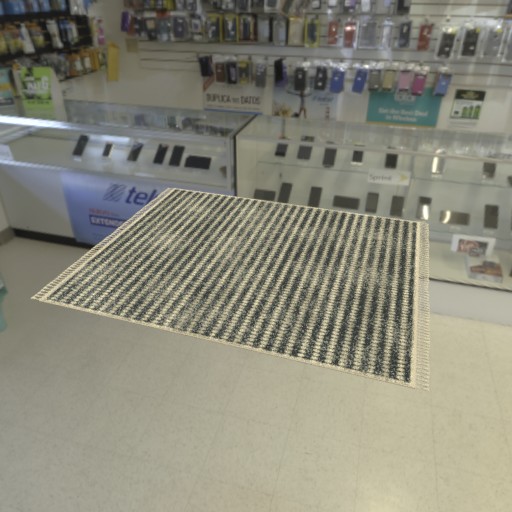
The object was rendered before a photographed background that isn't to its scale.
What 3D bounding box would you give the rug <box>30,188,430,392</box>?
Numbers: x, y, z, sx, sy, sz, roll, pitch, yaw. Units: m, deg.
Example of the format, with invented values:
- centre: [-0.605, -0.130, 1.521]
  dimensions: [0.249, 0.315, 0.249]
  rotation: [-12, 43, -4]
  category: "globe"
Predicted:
- centre: [0.000, 0.000, 3.918]
  dimensions: [2.910, 0.013, 2.256]
  rotation: [10, 33, 15]
  category: "rug"
